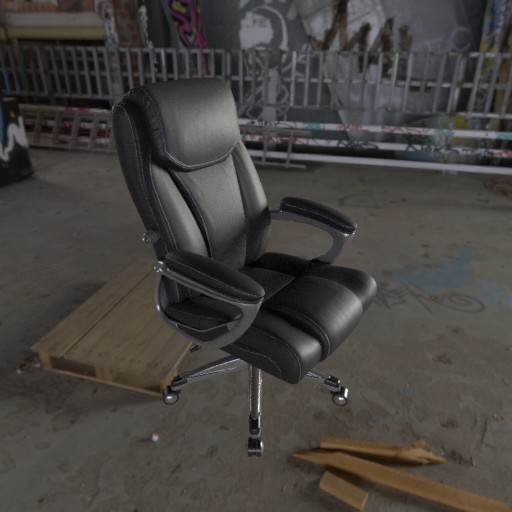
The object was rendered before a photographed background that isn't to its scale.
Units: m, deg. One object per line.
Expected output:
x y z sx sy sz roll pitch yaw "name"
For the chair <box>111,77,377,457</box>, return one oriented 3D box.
0.000 0.000 1.607 0.784 1.167 0.741 18 32 32 "chair"
